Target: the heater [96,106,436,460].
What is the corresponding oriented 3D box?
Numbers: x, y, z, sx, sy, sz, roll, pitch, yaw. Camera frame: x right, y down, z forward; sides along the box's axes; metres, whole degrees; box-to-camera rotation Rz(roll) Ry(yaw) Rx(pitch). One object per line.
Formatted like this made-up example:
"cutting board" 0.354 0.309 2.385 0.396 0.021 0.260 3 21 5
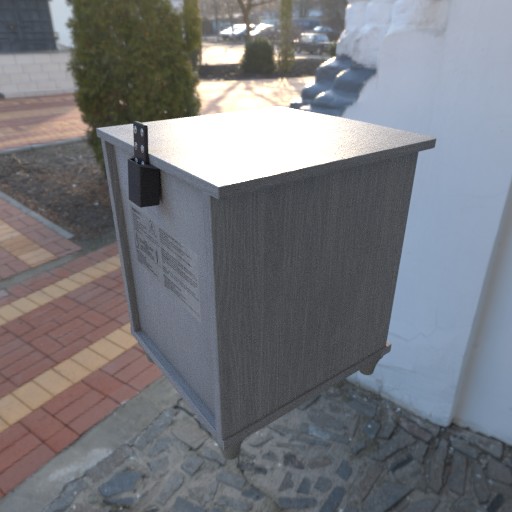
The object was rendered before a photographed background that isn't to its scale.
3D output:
"heater" 0.000 0.000 0.755 0.400 0.481 0.362 -19 33 -32
